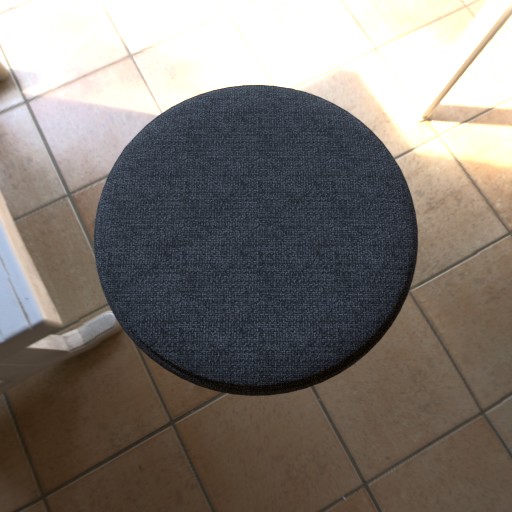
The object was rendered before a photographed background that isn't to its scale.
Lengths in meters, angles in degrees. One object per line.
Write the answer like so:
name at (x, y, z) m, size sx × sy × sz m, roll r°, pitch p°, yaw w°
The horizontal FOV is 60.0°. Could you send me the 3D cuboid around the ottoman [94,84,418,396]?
ottoman at (0.000, 0.000, 0.883) m, size 0.520 × 0.430 × 0.520 m, roll 0°, pitch 75°, yaw 0°
